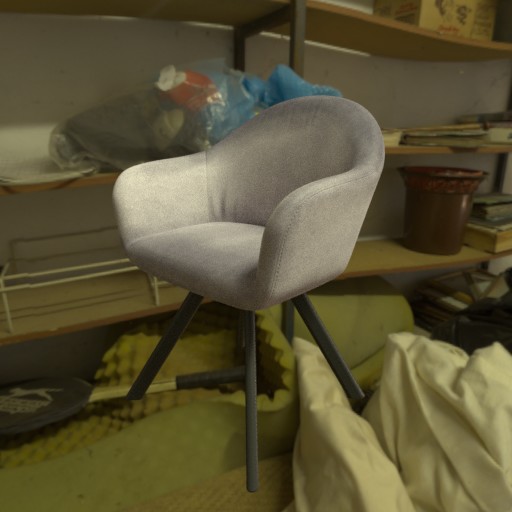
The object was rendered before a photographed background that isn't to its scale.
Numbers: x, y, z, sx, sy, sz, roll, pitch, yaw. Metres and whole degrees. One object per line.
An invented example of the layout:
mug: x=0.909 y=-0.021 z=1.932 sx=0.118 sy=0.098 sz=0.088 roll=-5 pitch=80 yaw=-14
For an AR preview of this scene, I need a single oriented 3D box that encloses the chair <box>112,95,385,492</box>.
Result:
chair: x=0.000 y=0.000 z=1.119 sx=0.570 sy=0.780 sz=0.540 roll=15 pitch=23 yaw=40
